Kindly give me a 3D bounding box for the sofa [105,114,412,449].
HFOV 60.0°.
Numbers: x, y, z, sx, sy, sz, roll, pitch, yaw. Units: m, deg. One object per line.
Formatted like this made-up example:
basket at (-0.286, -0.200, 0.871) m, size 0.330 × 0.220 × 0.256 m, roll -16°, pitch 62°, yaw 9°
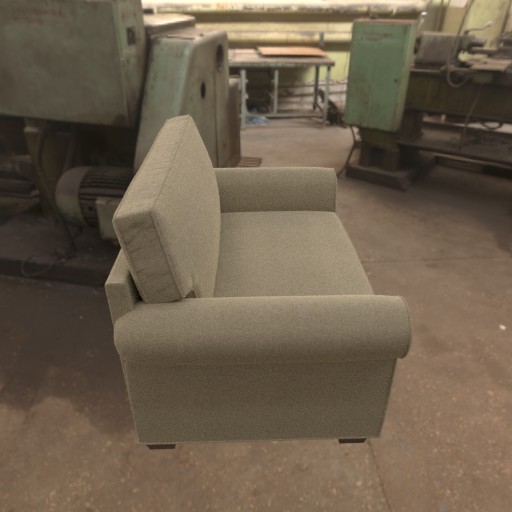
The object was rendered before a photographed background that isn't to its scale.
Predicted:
sofa at (0.000, 0.000, 1.978) m, size 0.936 × 0.991 × 1.405 m, roll -1°, pitch 31°, yaw -2°
